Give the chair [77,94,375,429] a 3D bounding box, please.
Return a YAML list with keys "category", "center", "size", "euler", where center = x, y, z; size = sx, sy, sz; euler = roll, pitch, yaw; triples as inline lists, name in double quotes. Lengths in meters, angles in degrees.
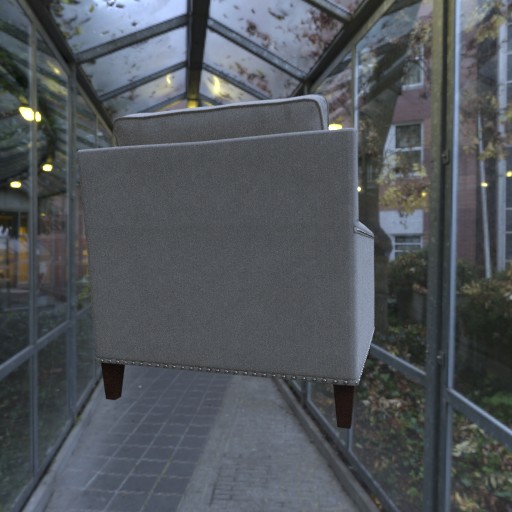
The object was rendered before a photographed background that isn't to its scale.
- category: "chair"
  center: [0.000, 0.000, 1.714]
  size: [0.853, 0.943, 1.014]
  euler: [0, 1, 18]
